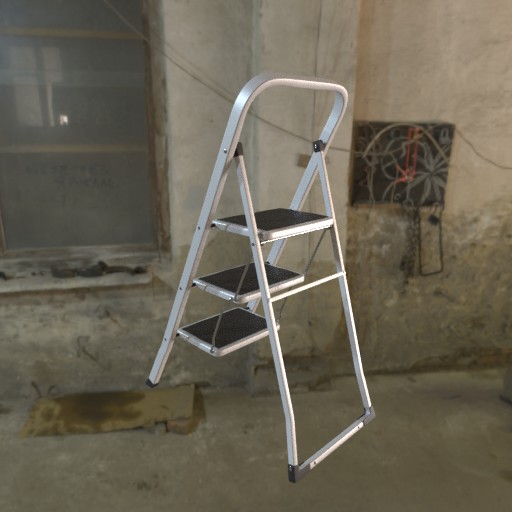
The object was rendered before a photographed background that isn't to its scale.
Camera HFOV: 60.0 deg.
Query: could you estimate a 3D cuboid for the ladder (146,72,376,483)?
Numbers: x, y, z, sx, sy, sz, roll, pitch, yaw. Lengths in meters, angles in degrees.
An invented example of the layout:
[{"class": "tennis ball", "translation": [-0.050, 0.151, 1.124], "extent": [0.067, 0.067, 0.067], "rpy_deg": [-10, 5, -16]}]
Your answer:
[{"class": "ladder", "translation": [0.000, 0.000, 1.420], "extent": [0.460, 1.050, 0.711], "rpy_deg": [-15, 22, -42]}]
